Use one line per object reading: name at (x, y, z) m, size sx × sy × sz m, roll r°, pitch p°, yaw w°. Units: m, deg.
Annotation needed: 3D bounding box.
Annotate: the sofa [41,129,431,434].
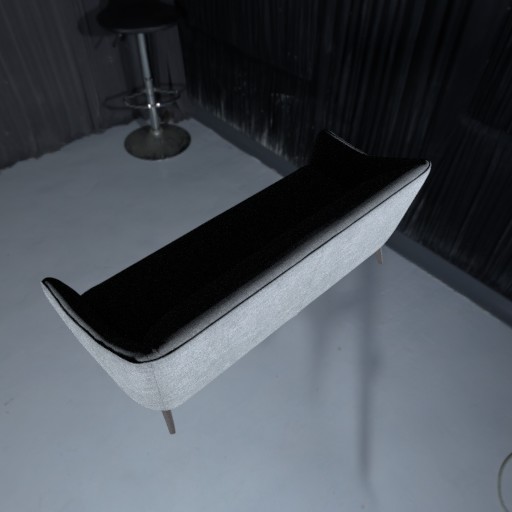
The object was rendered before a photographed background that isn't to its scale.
sofa at (0.000, 0.000, 2.381) m, size 1.928 × 0.829 × 0.867 m, roll -34°, pitch 55°, yaw -27°
